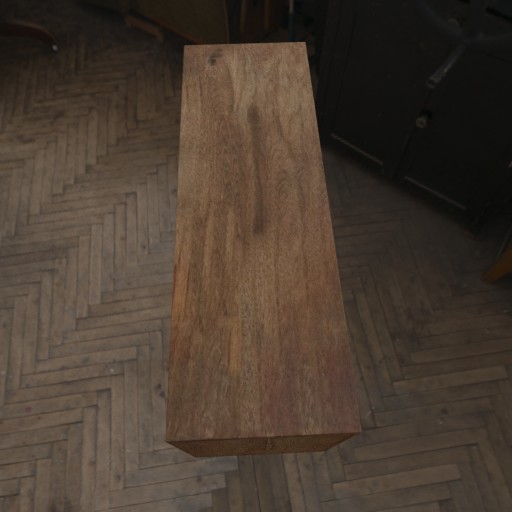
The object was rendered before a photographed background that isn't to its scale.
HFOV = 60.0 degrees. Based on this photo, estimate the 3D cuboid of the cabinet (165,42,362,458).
[{"bbox_3d":[0.000,0.000,1.703,0.480,0.812,1.373,-2,62,-1],"label":"cabinet"}]
